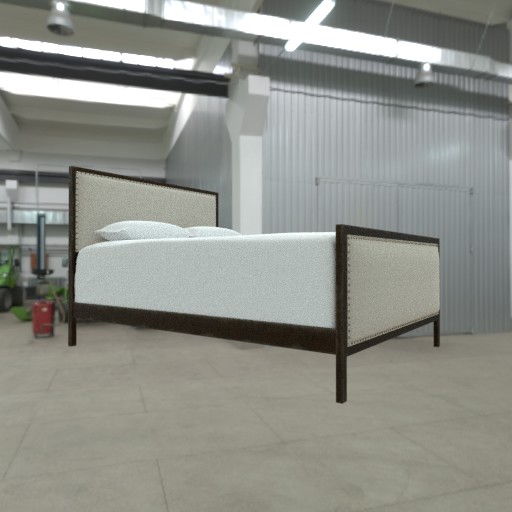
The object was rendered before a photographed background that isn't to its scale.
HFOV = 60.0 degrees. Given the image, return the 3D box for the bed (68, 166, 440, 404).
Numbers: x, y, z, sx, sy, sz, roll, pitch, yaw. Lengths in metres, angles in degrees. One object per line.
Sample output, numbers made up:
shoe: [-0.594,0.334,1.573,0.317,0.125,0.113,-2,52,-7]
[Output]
bed: [0.000,0.000,3.219,2.221,1.313,1.607,0,-1,37]
